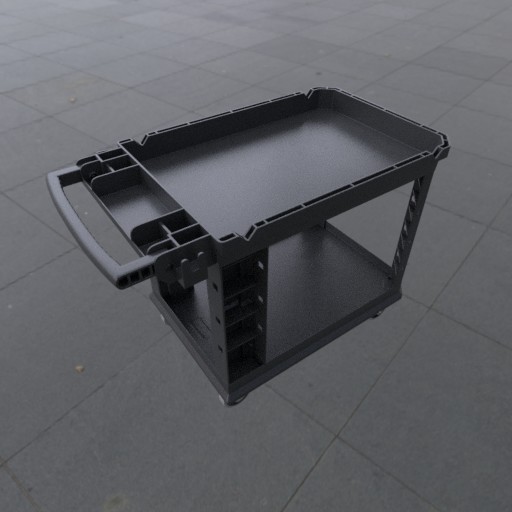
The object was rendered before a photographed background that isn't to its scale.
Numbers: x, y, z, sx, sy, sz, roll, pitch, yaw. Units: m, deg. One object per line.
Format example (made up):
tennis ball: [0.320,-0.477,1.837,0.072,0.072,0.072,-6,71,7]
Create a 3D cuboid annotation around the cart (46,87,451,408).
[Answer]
cart: [0.000,0.000,1.726,1.239,0.884,0.674,-25,46,-26]
